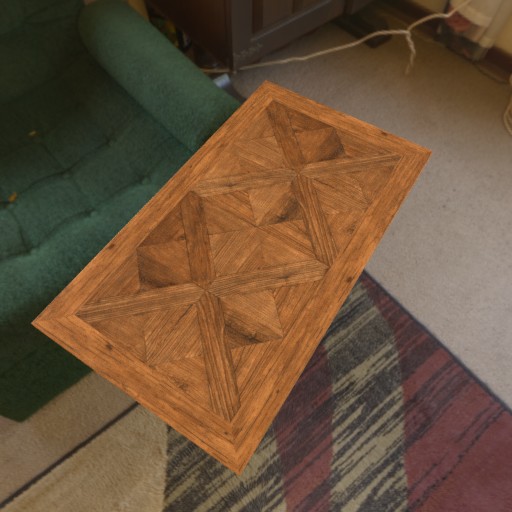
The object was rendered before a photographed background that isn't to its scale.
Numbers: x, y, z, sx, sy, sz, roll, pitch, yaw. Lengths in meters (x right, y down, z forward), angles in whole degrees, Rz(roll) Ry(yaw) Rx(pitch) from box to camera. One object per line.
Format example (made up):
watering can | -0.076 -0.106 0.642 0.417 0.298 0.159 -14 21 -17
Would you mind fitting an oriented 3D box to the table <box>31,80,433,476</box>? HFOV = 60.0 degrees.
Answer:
table | 0.000 0.000 1.775 0.800 0.410 1.400 29 64 16
